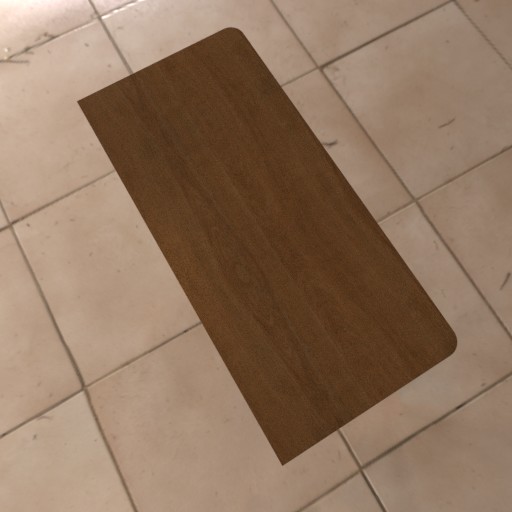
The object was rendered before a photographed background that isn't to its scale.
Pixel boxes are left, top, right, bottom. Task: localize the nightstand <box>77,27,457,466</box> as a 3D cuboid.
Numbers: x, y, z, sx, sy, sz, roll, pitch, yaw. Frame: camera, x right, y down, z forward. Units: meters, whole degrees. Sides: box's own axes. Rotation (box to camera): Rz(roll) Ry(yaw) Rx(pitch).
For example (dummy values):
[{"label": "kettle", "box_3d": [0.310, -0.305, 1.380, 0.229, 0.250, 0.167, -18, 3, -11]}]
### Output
[{"label": "nightstand", "box_3d": [0.000, 0.000, 1.303, 0.432, 0.700, 0.914, -30, 77, -8]}]
